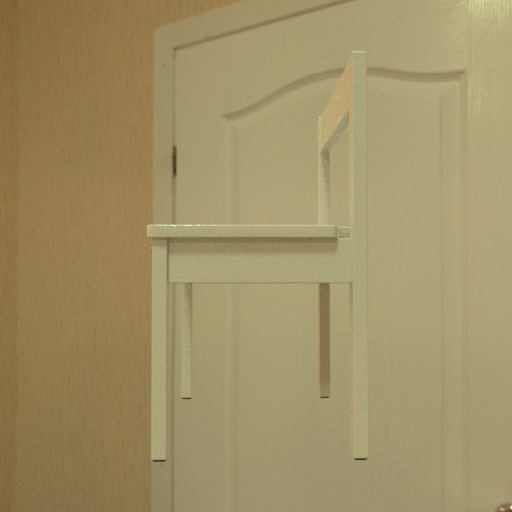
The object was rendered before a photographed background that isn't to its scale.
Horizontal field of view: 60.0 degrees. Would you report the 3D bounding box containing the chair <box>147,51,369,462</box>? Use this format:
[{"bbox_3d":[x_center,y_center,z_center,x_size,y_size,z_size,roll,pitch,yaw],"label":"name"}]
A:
[{"bbox_3d":[0.000,0.000,0.895,0.361,0.668,0.367,0,-1,-1],"label":"chair"}]
